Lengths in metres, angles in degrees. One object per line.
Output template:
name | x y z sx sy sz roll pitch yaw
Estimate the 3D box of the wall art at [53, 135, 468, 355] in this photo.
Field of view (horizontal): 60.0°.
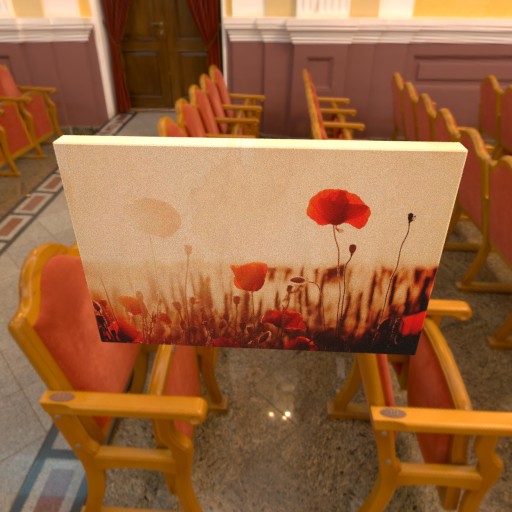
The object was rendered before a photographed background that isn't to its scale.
wall art | 0.000 0.000 0.773 0.613 0.402 0.040 2 32 3
